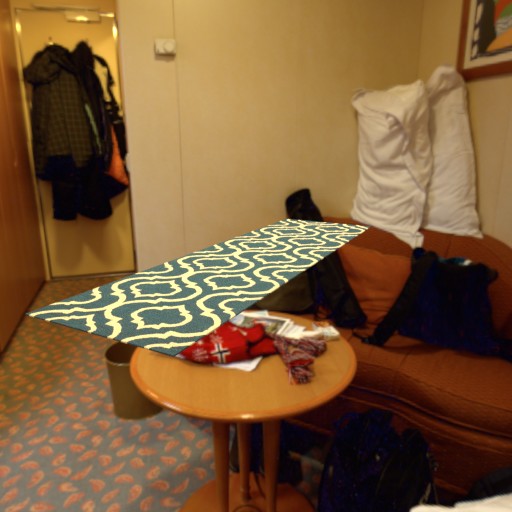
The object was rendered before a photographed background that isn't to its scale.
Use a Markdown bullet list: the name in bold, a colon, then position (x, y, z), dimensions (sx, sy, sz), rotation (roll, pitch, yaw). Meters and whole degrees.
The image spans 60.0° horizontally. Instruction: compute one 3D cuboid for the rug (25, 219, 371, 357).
- **rug**: position (0.000, 0.000, 2.446), dimensions (0.685, 0.006, 2.296), rotation (8, 17, 27)
